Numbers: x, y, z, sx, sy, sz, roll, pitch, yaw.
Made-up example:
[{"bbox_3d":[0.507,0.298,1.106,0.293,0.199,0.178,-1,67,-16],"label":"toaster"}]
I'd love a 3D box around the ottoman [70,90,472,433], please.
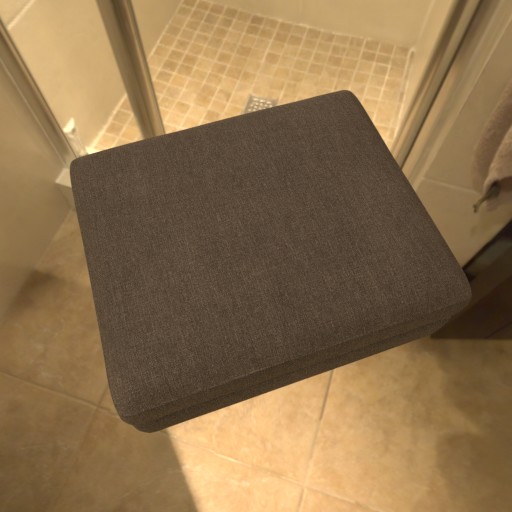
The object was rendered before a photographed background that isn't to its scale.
[{"bbox_3d":[0.000,0.000,1.225,0.821,0.474,0.693,-17,64,-8],"label":"ottoman"}]
